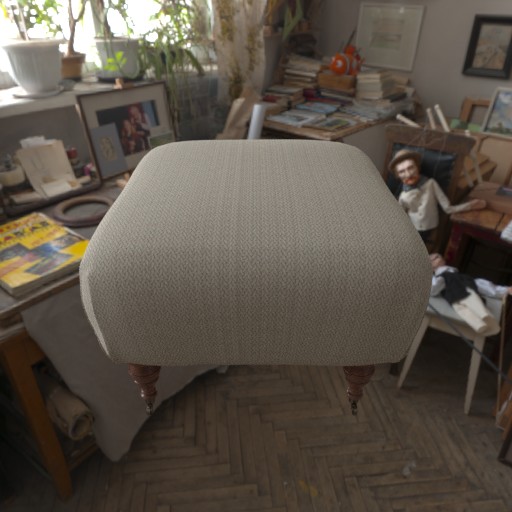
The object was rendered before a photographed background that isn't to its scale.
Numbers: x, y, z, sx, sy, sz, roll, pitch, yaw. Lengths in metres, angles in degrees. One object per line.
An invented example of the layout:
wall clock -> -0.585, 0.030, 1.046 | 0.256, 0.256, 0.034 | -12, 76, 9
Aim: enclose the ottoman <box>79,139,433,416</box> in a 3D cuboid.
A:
ottoman -> 0.000, 0.000, 1.068 | 0.622, 0.447, 0.684 | 0, 31, 0
